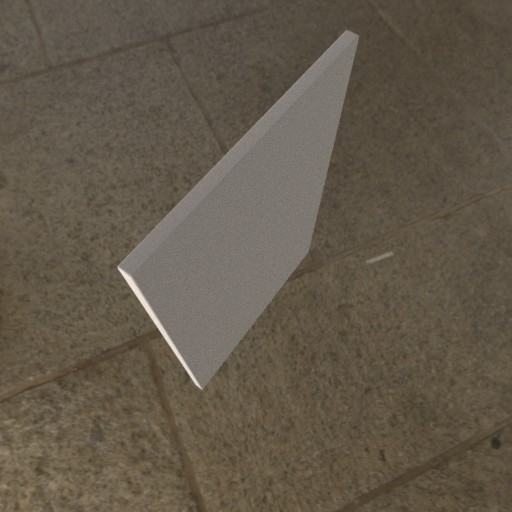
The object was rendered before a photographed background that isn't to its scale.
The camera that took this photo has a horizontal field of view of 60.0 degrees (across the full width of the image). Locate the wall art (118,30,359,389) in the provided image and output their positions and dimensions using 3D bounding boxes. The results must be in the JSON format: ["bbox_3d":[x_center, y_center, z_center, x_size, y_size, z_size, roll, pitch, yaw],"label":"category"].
[{"bbox_3d":[0.000,0.000,1.018,0.026,0.813,0.556,34,68,15],"label":"wall art"}]
